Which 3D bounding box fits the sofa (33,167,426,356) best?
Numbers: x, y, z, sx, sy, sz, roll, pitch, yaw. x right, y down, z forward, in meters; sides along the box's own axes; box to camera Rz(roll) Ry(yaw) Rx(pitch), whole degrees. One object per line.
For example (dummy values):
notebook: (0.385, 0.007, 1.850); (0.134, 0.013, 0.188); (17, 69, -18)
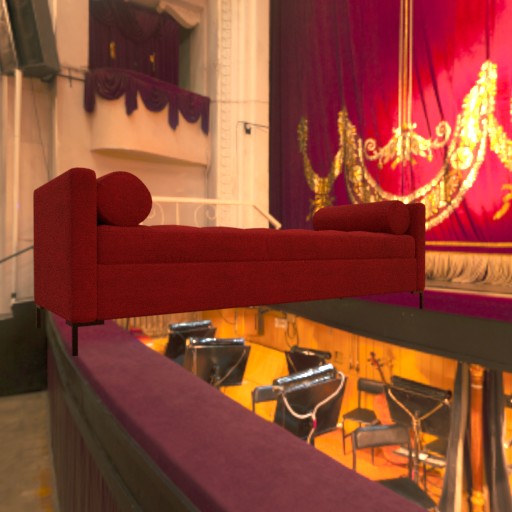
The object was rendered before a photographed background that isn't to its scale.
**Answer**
sofa: (0.000, 0.000, 2.296); (1.981, 0.635, 0.686); (-1, 1, -36)
